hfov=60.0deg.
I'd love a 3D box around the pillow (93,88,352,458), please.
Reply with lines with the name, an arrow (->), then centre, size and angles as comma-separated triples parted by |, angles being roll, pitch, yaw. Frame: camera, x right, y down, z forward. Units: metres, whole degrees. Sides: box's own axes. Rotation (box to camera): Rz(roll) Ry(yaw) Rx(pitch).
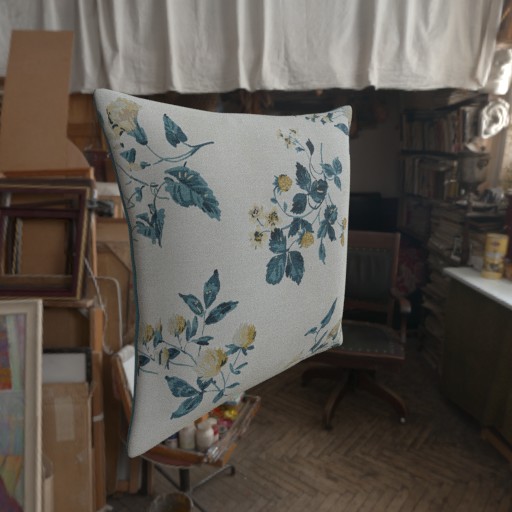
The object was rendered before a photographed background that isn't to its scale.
pillow -> 0.000, 0.000, 0.755 | 0.526, 0.507, 0.166 | -15, 21, -42
